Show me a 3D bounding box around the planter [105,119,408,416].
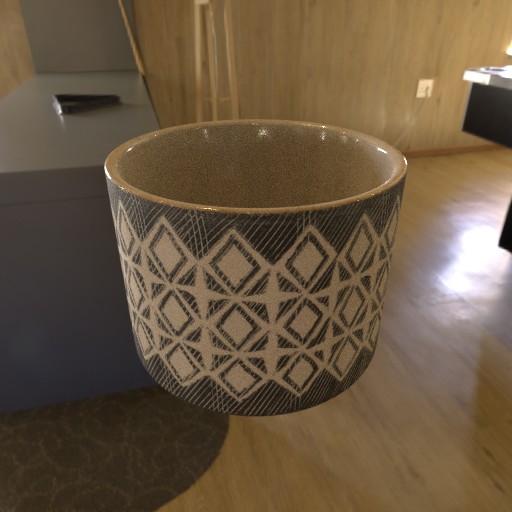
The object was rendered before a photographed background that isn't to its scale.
[{"bbox_3d":[0.000,0.000,0.219,0.126,0.104,0.126,0,30,0],"label":"planter"}]
